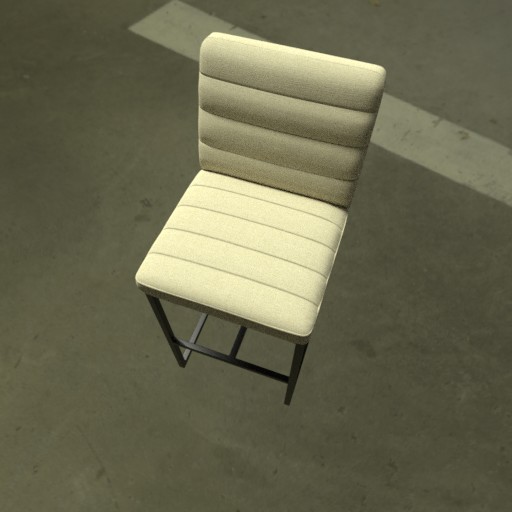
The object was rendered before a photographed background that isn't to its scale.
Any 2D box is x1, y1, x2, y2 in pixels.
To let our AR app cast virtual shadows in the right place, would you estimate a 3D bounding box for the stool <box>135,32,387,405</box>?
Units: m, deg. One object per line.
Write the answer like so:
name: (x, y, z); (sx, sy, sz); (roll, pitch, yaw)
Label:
stool: (0.000, 0.000, 1.338); (0.460, 1.040, 0.560); (17, 59, 10)
